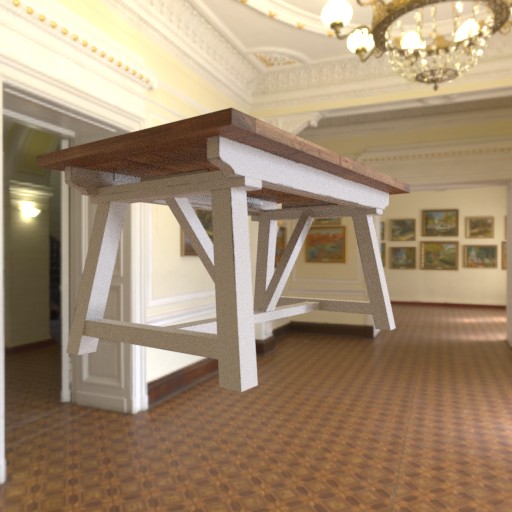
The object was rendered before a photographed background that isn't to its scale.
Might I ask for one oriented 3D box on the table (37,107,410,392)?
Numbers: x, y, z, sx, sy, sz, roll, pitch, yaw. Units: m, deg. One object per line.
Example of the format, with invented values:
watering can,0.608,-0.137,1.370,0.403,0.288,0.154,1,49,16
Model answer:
table,0.000,0.000,1.985,0.922,0.743,1.503,0,0,35
